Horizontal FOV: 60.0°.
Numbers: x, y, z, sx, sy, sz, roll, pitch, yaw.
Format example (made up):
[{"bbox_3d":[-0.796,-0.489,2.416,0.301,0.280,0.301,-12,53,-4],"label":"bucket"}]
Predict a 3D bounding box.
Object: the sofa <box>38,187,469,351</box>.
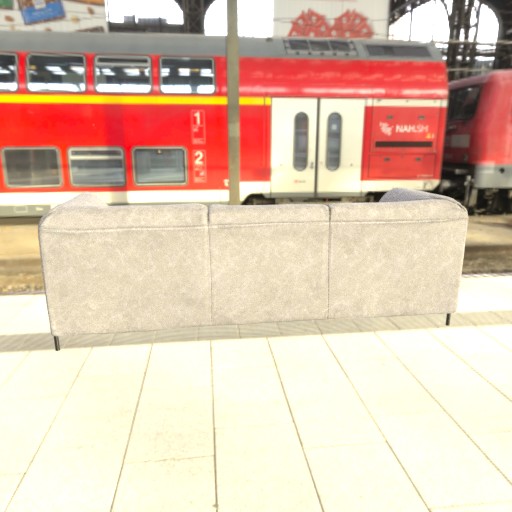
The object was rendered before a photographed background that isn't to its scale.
[{"bbox_3d":[0.000,0.000,2.702,2.238,0.758,0.899,-2,15,-8],"label":"sofa"}]
